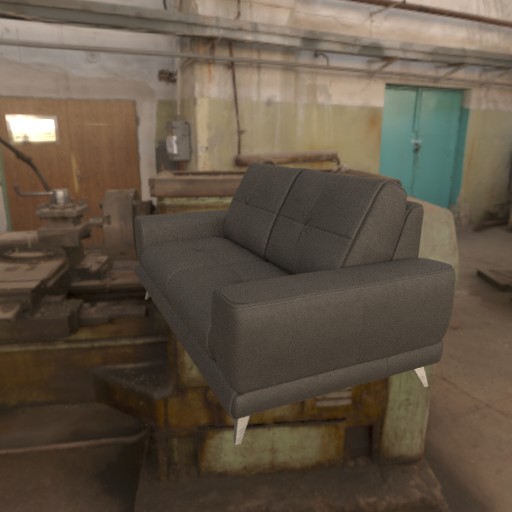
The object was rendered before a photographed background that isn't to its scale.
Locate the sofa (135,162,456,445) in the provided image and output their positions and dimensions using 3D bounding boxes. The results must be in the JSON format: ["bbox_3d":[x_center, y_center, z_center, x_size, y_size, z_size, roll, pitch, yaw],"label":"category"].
[{"bbox_3d":[0.000,0.000,2.381,1.018,0.907,1.806,-7,17,-24],"label":"sofa"}]
